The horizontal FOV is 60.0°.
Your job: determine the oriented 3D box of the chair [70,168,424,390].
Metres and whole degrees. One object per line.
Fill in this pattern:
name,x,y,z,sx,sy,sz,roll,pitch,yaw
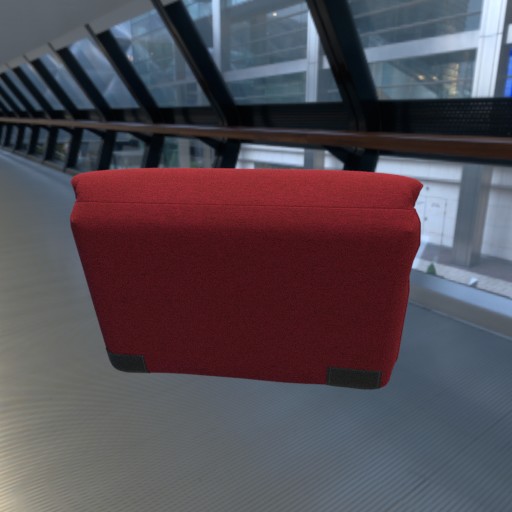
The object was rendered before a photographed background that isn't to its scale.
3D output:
chair,0.000,0.000,1.371,0.820,0.580,0.780,2,16,7
